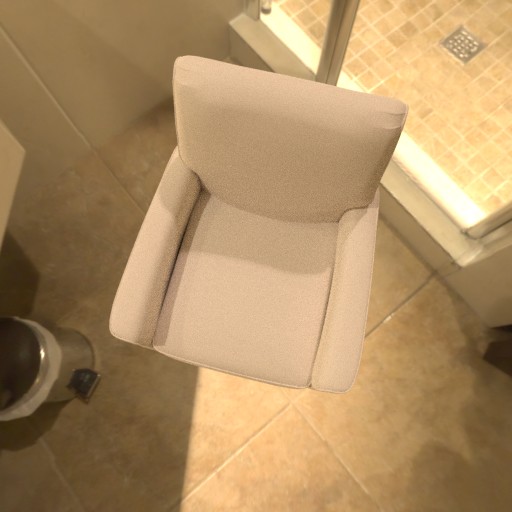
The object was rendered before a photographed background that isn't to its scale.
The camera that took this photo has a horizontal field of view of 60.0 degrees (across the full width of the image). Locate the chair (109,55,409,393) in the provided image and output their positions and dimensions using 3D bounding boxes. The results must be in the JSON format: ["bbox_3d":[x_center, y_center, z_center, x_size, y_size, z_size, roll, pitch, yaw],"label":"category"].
[{"bbox_3d":[0.000,0.000,1.614,0.841,1.028,0.858,13,76,3],"label":"chair"}]
